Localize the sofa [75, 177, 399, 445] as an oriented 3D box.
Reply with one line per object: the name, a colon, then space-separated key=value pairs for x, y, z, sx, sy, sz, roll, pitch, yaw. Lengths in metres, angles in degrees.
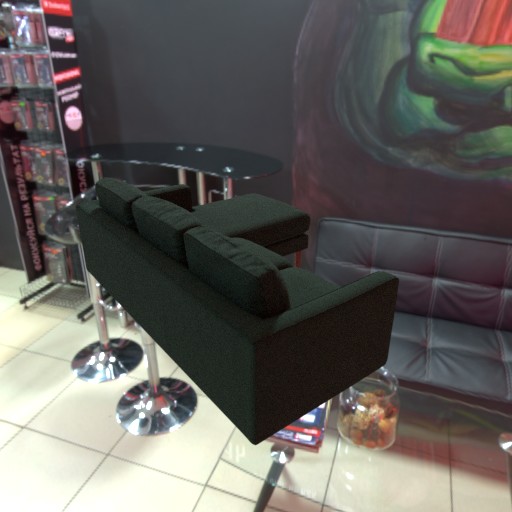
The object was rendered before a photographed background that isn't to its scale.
sofa: x=0.000 y=0.000 z=2.834 sx=1.580 sy=0.899 sz=2.030 roll=-18 pitch=30 yaw=-34
